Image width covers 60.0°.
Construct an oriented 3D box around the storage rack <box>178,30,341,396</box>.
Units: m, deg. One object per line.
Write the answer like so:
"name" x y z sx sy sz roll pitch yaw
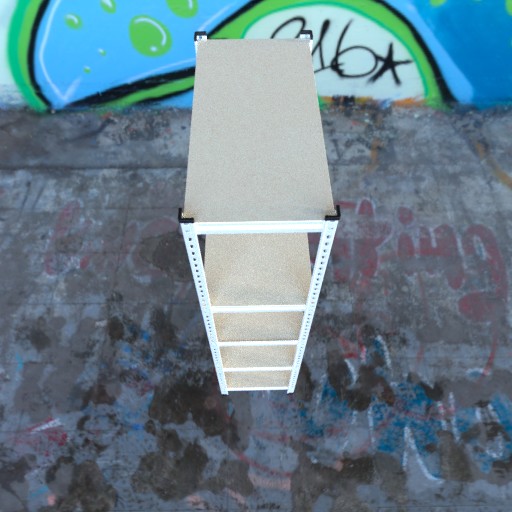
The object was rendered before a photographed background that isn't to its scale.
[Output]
"storage rack" 0.000 0.000 2.247 0.457 1.829 0.914 -1 58 -1
